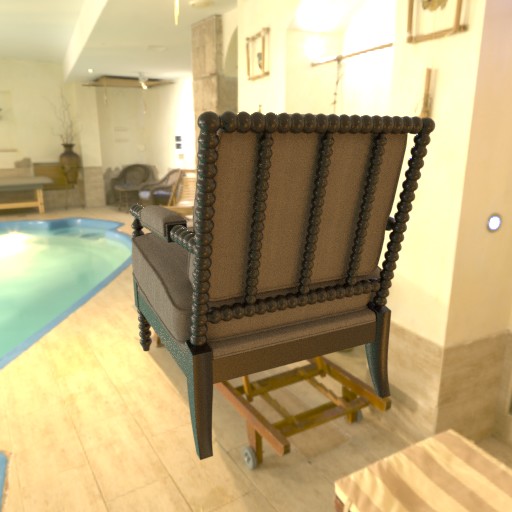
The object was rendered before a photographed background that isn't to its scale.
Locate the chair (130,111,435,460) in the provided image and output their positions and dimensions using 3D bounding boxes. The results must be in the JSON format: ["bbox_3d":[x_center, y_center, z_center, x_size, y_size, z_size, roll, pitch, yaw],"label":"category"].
[{"bbox_3d":[0.000,0.000,1.114,0.540,0.661,0.622,-8,17,-26],"label":"chair"}]
